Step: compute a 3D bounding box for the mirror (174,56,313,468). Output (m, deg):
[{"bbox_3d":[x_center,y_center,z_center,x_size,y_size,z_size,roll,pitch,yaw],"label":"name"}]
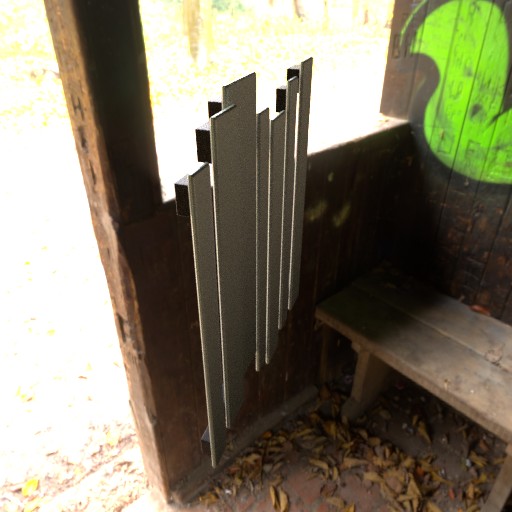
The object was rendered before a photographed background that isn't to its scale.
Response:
[{"bbox_3d":[0.000,0.000,0.783,0.058,0.611,0.445,11,34,17],"label":"mirror"}]
